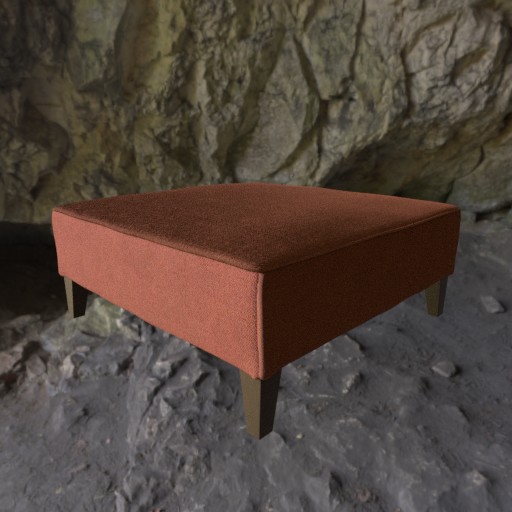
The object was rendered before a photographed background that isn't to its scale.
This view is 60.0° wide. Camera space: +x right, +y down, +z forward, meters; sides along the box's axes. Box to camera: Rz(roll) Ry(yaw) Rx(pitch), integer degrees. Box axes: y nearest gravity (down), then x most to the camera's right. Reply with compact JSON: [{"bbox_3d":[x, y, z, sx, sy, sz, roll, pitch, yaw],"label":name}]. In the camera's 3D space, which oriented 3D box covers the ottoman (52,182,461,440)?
[{"bbox_3d":[0.000,0.000,1.530,0.999,0.438,0.997,15,22,42],"label":"ottoman"}]
